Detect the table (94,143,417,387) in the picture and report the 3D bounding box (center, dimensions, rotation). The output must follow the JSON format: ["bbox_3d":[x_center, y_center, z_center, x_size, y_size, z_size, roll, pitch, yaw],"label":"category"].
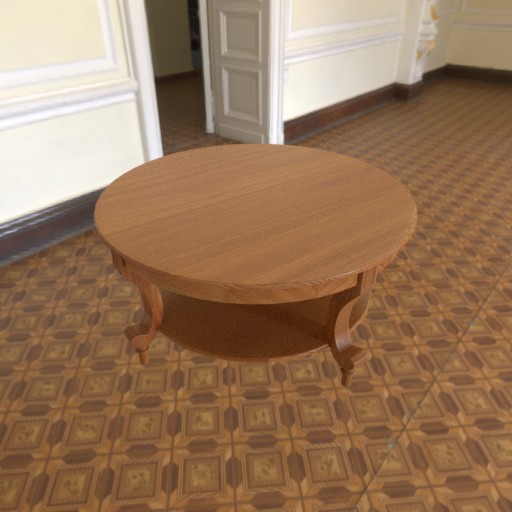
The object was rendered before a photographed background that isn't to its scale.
[{"bbox_3d":[0.000,0.000,1.597,1.029,0.490,1.029,0,32,0],"label":"table"}]
